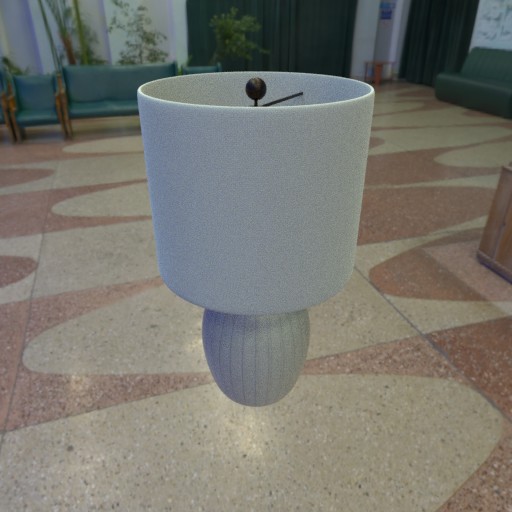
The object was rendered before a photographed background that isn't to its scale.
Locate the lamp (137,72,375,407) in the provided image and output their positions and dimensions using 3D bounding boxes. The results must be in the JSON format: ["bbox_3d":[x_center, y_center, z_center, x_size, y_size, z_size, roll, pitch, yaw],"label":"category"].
[{"bbox_3d":[0.000,0.000,0.757,0.328,0.570,0.328,0,29,0],"label":"lamp"}]
